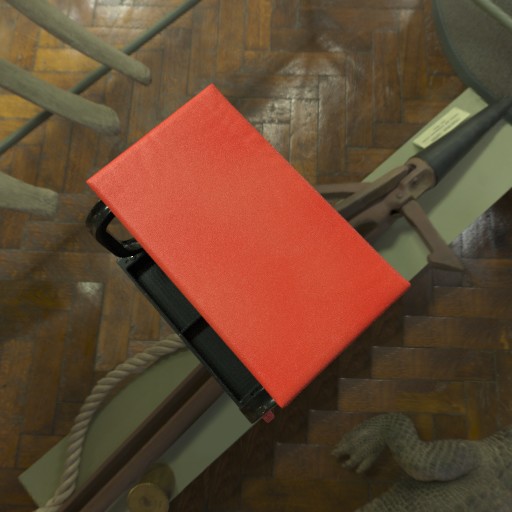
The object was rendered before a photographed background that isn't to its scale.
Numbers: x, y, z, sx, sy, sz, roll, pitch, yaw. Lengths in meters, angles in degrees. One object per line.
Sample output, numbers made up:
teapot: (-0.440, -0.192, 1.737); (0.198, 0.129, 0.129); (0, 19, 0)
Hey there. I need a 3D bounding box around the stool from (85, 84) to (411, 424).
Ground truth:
stool: (0.000, 0.000, 0.727); (0.371, 0.380, 0.446); (-41, 80, -9)
